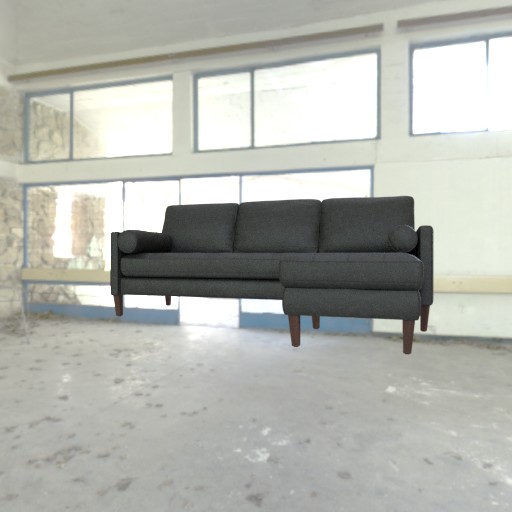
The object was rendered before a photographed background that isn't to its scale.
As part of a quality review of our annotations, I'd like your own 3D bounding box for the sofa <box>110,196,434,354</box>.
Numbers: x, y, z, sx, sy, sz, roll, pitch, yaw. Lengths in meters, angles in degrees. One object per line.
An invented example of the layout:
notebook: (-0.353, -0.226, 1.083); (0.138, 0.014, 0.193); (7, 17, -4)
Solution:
sofa: (0.000, 0.000, 2.922); (2.178, 0.876, 1.497); (0, 0, 18)
